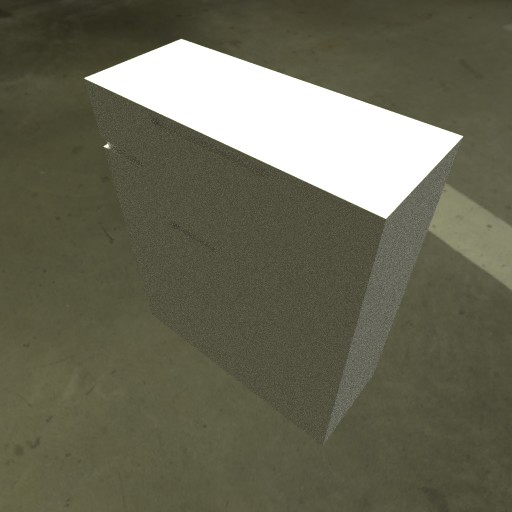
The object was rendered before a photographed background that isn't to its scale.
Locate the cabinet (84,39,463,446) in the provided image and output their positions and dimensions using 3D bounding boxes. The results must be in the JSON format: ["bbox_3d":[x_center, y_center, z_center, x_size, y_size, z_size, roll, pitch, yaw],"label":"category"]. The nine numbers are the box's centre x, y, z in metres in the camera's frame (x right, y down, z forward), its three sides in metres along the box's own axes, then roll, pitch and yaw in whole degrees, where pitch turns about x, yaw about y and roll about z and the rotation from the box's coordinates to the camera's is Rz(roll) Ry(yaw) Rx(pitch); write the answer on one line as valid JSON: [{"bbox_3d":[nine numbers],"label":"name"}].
[{"bbox_3d":[0.000,0.000,1.638,1.000,1.190,0.400,31,53,26],"label":"cabinet"}]
